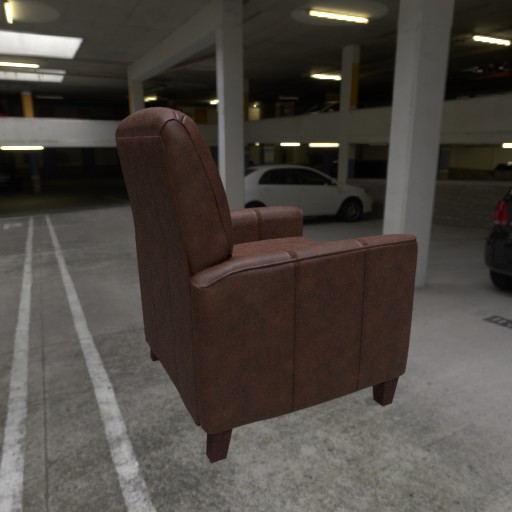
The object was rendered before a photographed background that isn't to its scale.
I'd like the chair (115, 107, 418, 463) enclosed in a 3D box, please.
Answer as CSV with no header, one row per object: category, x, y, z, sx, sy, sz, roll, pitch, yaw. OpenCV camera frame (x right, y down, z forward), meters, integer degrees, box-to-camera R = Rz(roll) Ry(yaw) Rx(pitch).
chair,0.000,0.000,1.636,0.850,1.010,0.839,-7,16,-26
